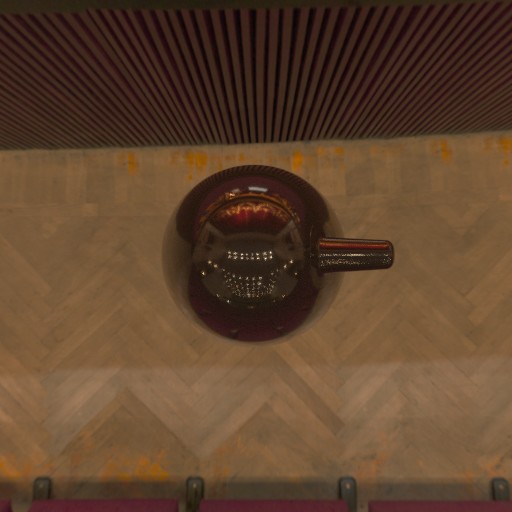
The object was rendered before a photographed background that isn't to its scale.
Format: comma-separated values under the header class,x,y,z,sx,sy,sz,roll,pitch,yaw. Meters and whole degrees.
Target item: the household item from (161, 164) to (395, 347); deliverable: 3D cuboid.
class,x,y,z,sx,sy,sz,roll,pitch,yaw
household item,0.000,0.000,0.226,0.104,0.152,0.102,0,90,1
